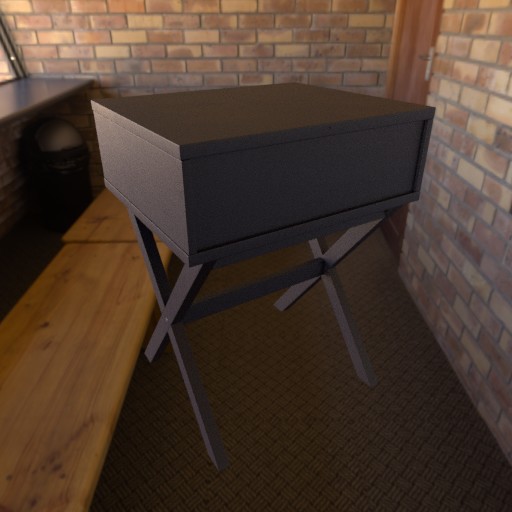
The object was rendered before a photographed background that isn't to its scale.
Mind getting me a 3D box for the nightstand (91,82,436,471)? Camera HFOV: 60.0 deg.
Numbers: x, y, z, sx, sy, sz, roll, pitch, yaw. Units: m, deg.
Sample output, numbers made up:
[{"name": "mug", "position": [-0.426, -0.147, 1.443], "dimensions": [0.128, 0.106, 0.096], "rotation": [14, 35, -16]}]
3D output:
[{"name": "nightstand", "position": [0.000, 0.000, 0.944], "dimensions": [0.479, 0.623, 0.402], "rotation": [-17, 33, -28]}]
